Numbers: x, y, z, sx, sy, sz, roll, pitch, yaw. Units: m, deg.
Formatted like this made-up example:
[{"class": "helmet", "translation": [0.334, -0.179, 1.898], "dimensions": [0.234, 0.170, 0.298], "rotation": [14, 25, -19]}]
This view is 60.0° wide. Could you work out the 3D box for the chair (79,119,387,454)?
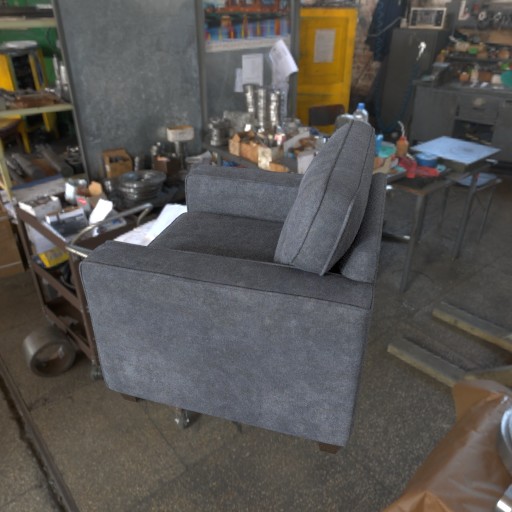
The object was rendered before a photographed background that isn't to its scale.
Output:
[{"class": "chair", "translation": [0.000, 0.000, 1.789], "dimensions": [0.939, 0.965, 1.015], "rotation": [8, 31, 14]}]
